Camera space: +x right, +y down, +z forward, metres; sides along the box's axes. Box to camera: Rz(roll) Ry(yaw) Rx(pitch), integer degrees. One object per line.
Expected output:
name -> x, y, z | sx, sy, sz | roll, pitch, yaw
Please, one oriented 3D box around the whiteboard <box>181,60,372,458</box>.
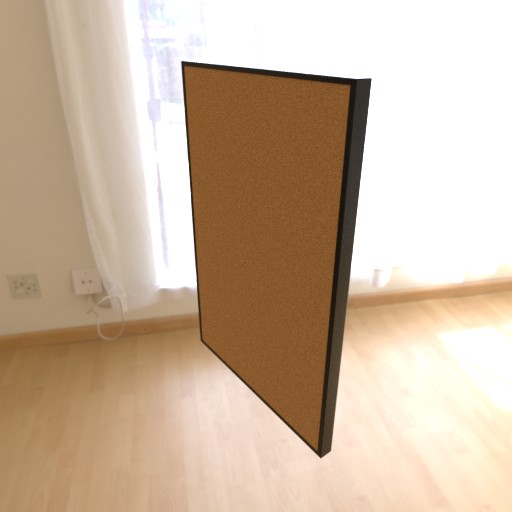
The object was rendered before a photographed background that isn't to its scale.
whiteboard -> 0.000, 0.000, 0.777 | 0.026, 0.611, 0.406 | -19, 32, -32
